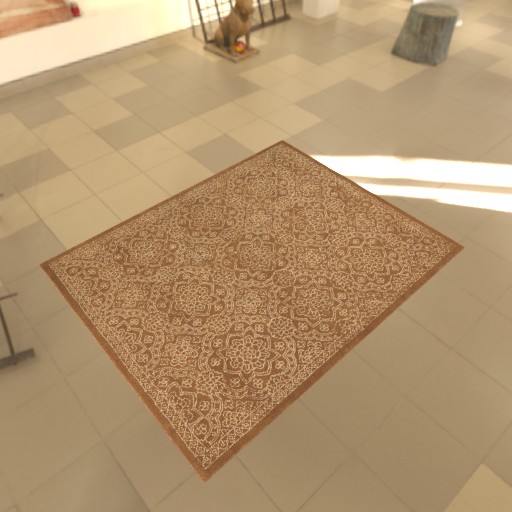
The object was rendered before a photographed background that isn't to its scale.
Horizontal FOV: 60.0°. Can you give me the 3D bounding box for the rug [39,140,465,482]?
[{"bbox_3d":[0.000,0.000,4.057,3.050,0.015,2.441,-33,55,-27],"label":"rug"}]
